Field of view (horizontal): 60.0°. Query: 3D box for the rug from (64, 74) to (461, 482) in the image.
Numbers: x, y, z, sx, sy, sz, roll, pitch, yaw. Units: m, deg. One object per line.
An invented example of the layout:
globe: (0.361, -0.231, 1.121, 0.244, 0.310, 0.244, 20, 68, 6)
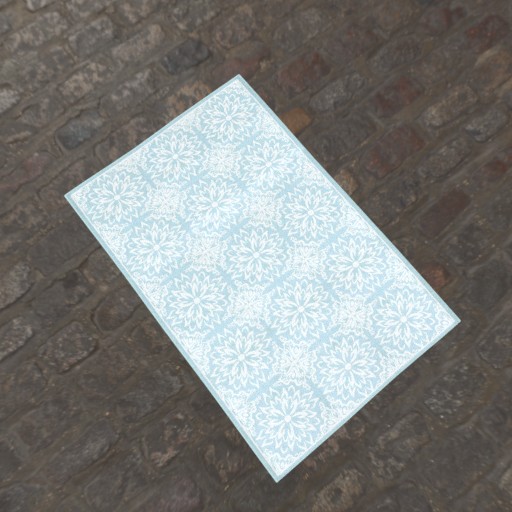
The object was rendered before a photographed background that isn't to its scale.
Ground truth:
rug: (0.000, 0.000, 2.343, 1.219, 0.012, 1.840, -38, 79, -8)
